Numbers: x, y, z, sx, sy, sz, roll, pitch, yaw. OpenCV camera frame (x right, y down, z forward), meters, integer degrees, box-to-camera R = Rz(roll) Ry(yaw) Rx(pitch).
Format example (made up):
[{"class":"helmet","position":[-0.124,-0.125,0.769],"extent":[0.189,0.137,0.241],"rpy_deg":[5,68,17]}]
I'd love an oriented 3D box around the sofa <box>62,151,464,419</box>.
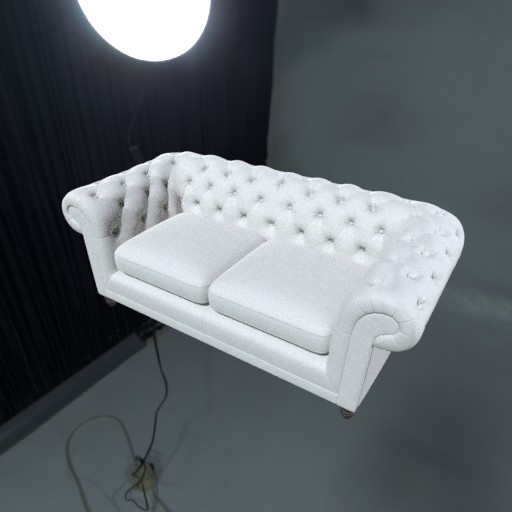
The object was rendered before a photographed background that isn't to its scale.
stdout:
[{"class":"sofa","position":[0.000,0.000,2.491],"extent":[1.998,0.764,0.986],"rpy_deg":[18,35,28]}]
